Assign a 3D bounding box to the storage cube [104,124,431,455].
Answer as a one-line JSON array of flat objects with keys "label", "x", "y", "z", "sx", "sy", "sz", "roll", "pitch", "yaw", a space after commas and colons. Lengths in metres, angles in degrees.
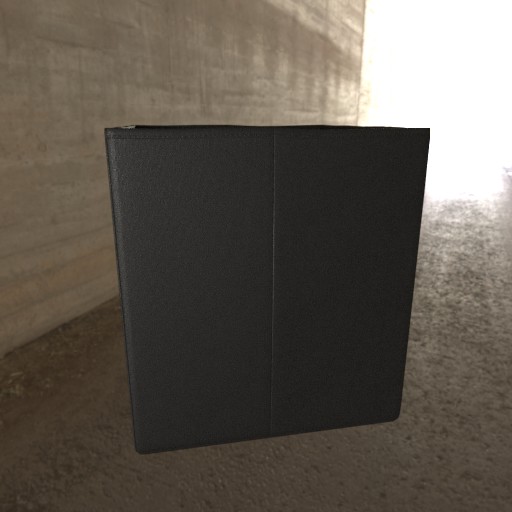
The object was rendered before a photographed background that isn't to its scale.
[{"label": "storage cube", "x": 0.000, "y": 0.000, "z": 0.496, "sx": 0.270, "sy": 0.280, "sz": 0.270, "roll": -3, "pitch": 17, "yaw": -10}]
